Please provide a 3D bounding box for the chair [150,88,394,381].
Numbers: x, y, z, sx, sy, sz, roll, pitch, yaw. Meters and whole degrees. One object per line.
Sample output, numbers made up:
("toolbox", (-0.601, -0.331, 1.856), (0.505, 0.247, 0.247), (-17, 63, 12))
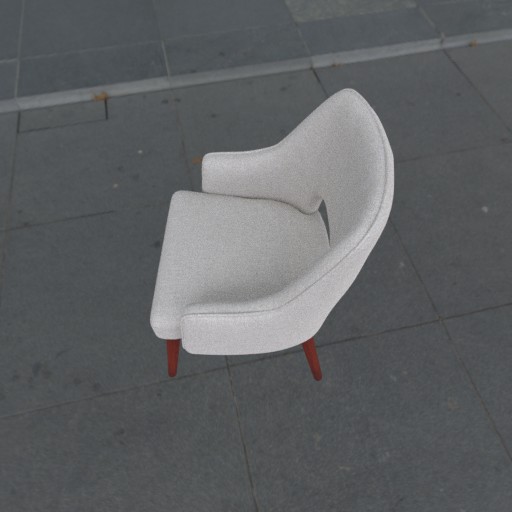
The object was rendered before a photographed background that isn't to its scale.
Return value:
("chair", (0.000, 0.000, 1.263), (0.580, 0.840, 0.560), (2, 57, 1))
